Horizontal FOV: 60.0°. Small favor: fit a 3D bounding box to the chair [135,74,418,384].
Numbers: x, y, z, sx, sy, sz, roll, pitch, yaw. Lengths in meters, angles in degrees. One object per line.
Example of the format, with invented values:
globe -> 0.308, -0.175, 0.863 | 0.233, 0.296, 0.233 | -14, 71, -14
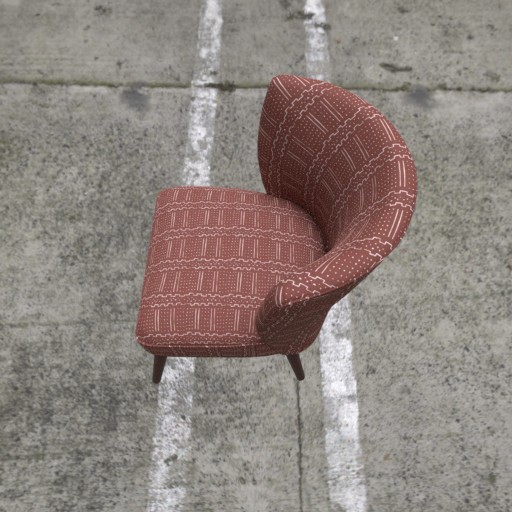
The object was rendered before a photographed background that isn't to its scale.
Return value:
chair -> 0.000, 0.000, 1.407 | 0.758, 0.866, 0.706 | 0, 60, 0
